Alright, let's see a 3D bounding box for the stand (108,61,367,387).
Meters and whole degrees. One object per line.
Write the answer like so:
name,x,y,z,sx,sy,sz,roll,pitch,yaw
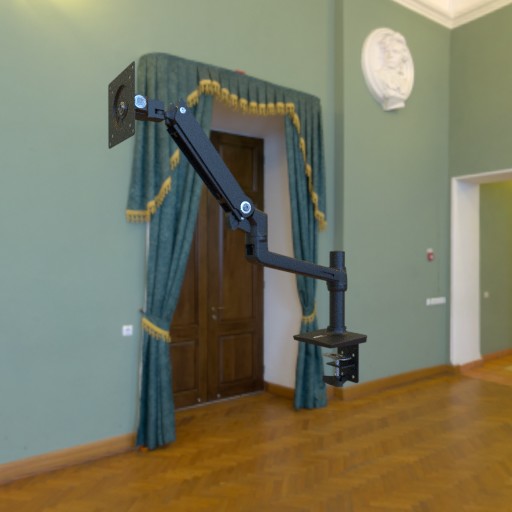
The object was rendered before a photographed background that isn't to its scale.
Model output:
stand,0.000,0.000,1.053,0.650,0.713,0.152,0,1,-36
